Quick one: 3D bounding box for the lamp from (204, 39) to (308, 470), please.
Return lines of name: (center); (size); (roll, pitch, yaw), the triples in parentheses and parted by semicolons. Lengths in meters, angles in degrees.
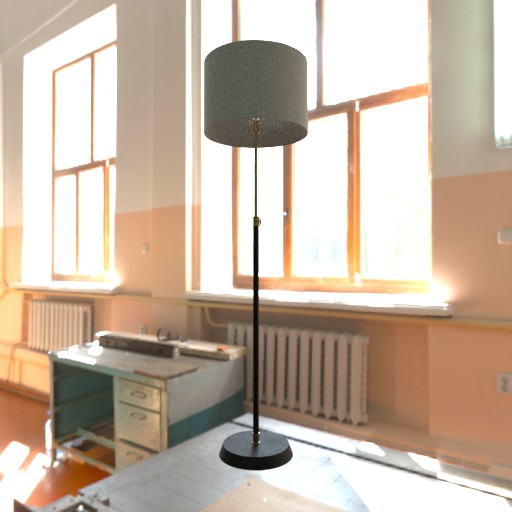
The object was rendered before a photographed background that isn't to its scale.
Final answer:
lamp: (0.000, 0.000, 1.716); (0.404, 1.517, 0.404); (0, -1, -18)
